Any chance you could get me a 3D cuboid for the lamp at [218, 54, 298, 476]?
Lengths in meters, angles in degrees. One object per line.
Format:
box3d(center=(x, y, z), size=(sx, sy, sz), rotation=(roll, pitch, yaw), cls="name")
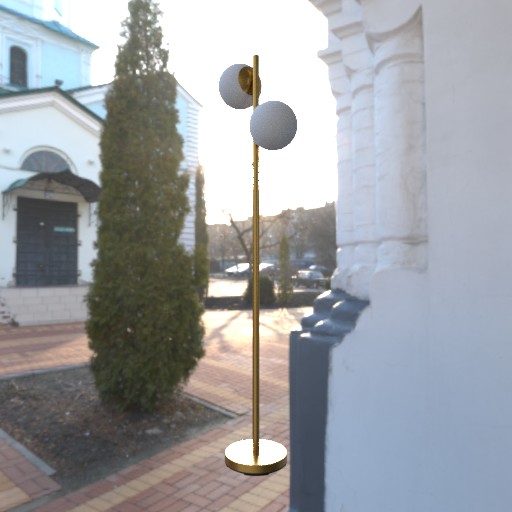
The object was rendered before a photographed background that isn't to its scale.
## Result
box3d(center=(0.000, 0.000, 1.787), size=(0.249, 1.641, 0.419), rotation=(1, -2, -36), cls="lamp")
